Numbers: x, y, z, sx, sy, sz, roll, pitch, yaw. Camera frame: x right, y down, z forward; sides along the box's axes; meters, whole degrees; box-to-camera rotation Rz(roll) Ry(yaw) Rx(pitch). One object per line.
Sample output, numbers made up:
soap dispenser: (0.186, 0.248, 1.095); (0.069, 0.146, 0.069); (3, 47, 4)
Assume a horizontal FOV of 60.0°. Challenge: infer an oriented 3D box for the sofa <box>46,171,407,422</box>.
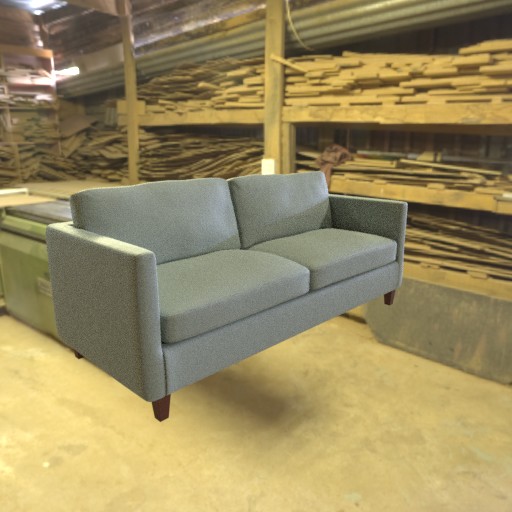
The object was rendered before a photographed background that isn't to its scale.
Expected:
sofa: (0.000, 0.000, 2.789); (0.951, 0.965, 2.208); (14, 20, 43)
